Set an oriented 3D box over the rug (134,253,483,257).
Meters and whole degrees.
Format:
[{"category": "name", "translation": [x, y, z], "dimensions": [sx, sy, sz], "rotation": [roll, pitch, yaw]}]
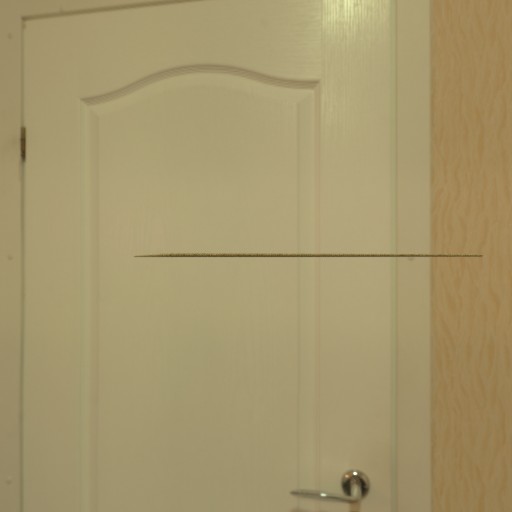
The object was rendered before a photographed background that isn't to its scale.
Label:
[{"category": "rug", "translation": [0.000, 0.000, 3.087], "dimensions": [1.540, 0.012, 2.448], "rotation": [0, 0, -18]}]
